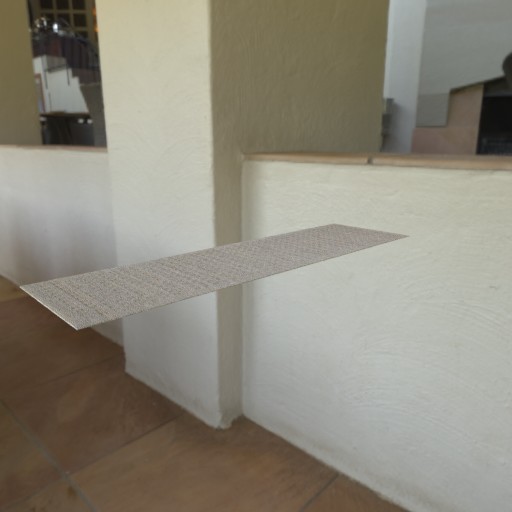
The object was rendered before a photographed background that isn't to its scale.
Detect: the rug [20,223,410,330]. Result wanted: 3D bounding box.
[{"bbox_3d":[0.000,0.000,2.671,2.437,0.005,0.688,-13,19,-41],"label":"rug"}]
